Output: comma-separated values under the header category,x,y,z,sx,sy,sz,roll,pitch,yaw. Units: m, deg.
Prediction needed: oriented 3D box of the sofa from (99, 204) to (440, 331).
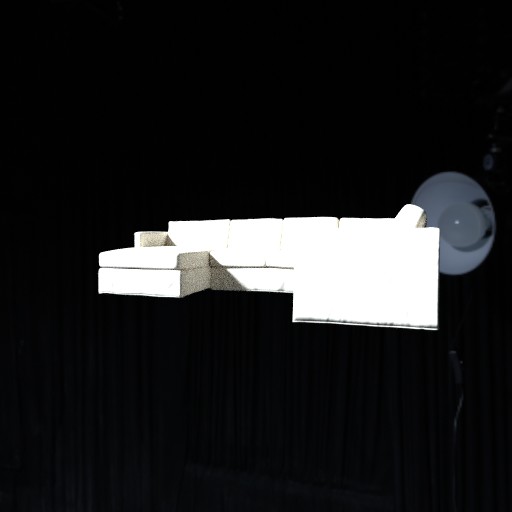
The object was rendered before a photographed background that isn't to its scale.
category,x,y,z,sx,sy,sz,roll,pitch,yaw
sofa,0.000,0.000,4.659,3.464,0.882,2.448,1,3,19
